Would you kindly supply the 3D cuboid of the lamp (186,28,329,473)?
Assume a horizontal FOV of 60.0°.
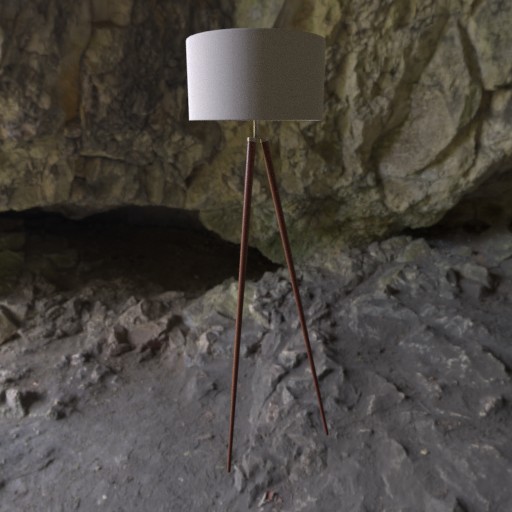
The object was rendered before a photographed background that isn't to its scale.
[{"bbox_3d":[0.000,0.000,1.766,0.483,1.553,0.483,-9,19,-26],"label":"lamp"}]
